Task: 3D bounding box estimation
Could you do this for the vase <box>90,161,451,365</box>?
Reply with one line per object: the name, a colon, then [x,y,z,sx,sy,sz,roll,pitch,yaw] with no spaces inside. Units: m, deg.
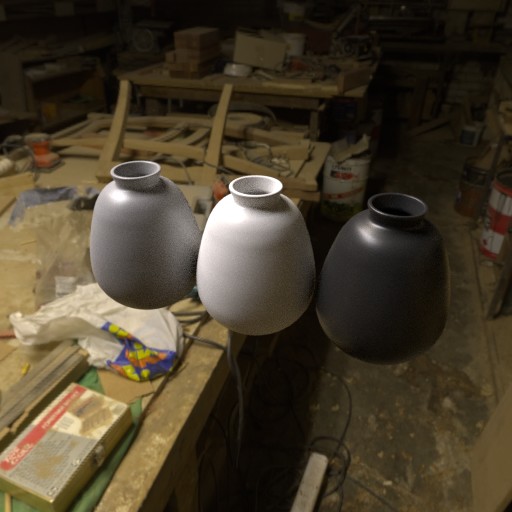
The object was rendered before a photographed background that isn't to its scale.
vase: [0.000,0.000,0.355,0.297,0.122,0.097,10,34,16]
